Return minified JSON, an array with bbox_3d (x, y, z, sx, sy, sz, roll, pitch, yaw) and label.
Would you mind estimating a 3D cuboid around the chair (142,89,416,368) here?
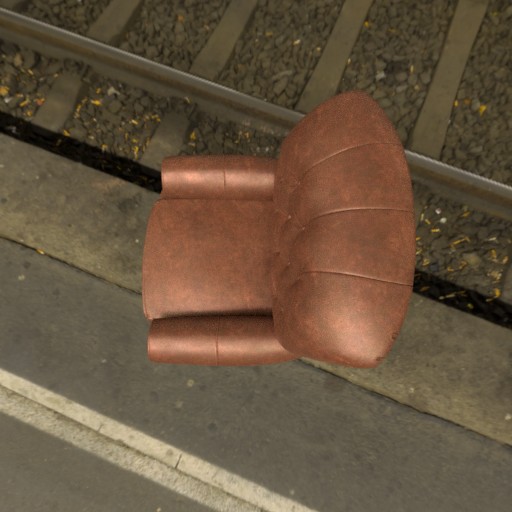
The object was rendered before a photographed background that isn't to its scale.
[{"bbox_3d":[0.000,0.000,1.955,1.031,1.162,0.979,1,74,0],"label":"chair"}]
